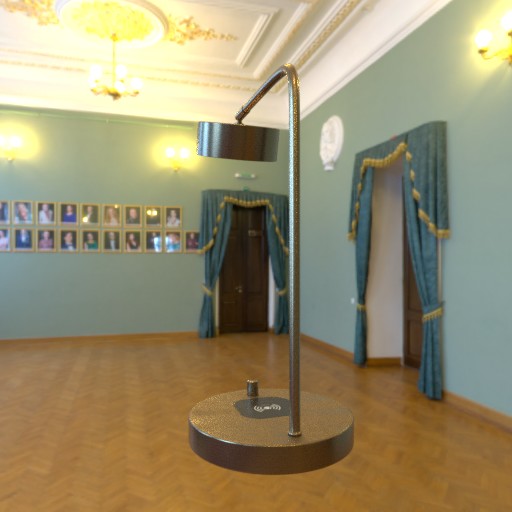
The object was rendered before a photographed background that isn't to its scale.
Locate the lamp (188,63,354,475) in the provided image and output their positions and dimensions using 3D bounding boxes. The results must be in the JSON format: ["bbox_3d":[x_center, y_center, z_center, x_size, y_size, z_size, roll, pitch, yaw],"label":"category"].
[{"bbox_3d":[0.000,0.000,0.514,0.171,0.380,0.270,0,-1,-18],"label":"lamp"}]
